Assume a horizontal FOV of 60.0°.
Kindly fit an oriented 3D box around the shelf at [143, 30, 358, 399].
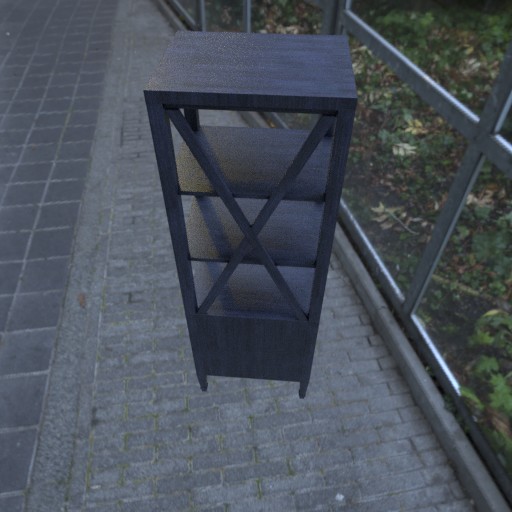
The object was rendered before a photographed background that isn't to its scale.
[{"bbox_3d":[0.000,0.000,1.979,0.584,1.727,0.472,3,46,3],"label":"shelf"}]
